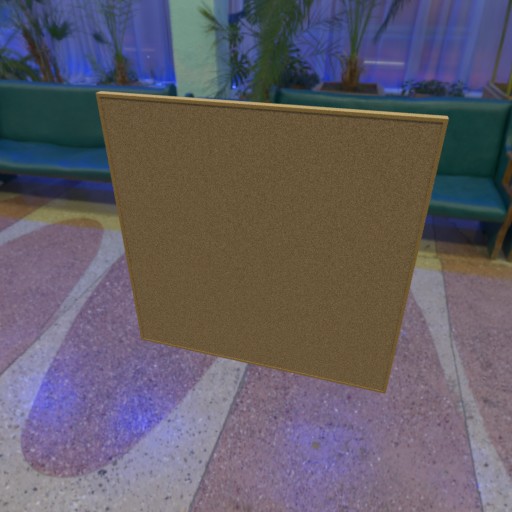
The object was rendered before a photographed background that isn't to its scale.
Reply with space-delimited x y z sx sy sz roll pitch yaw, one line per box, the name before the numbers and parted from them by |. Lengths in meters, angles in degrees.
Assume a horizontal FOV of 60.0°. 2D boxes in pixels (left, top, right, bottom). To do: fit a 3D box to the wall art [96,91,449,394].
wall art | 0.000 0.000 0.681 0.457 0.455 0.013 9 33 14
